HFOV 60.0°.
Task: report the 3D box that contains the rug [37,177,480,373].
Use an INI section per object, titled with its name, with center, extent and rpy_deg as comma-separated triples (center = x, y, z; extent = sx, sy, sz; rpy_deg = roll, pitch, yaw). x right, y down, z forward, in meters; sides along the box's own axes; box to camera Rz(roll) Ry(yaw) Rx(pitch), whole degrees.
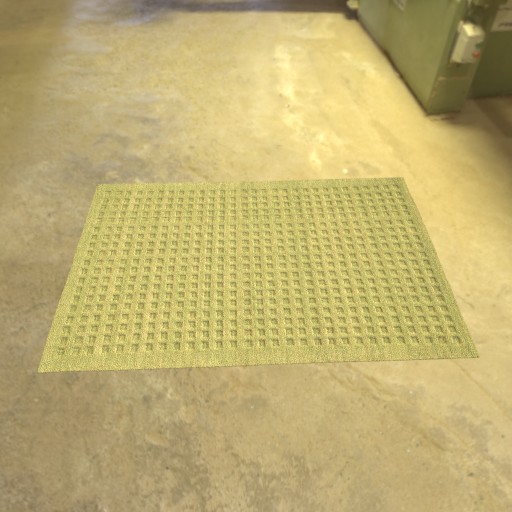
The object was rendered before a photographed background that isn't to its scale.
[rug]
center = 0.000, 0.000, 2.800
extent = 2.297, 0.007, 1.529
rpy_deg = -2, 48, -2
